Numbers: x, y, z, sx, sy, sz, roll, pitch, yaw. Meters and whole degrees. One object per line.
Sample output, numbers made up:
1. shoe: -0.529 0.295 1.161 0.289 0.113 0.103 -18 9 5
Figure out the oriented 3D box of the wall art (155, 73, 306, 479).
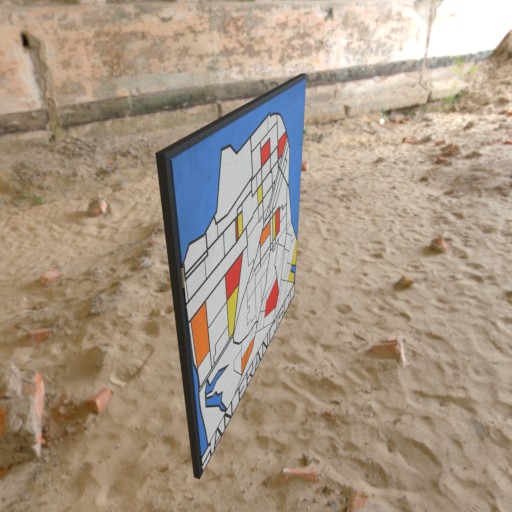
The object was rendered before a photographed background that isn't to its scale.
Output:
1. wall art: 0.000 0.000 0.980 0.015 0.663 0.664 11 33 18
